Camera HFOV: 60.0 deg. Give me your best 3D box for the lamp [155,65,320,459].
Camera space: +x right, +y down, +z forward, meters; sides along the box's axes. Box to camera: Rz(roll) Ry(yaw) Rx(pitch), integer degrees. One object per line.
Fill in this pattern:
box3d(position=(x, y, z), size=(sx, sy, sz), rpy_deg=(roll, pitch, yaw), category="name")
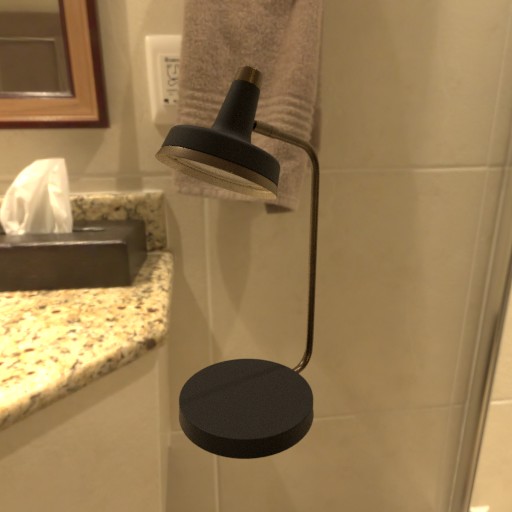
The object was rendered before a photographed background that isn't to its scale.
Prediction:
box3d(position=(0.000, 0.000, 0.489), size=(0.162, 0.385, 0.218), rpy_deg=(17, 24, 42), category="lamp")
